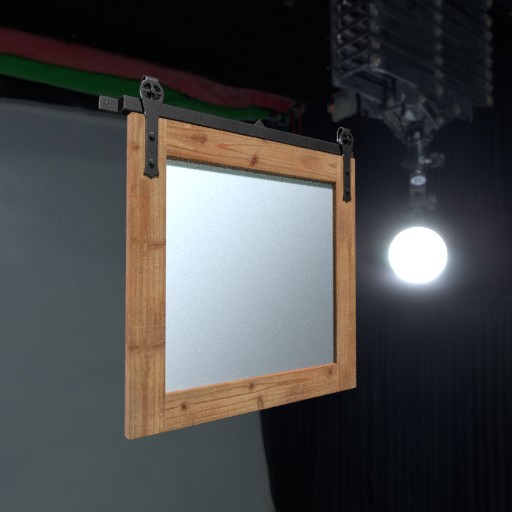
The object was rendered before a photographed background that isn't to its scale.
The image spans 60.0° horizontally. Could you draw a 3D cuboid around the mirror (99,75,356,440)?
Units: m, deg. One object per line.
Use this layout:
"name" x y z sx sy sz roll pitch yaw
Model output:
"mirror" 0.000 0.000 1.171 0.805 0.800 0.054 1 -2 -36
